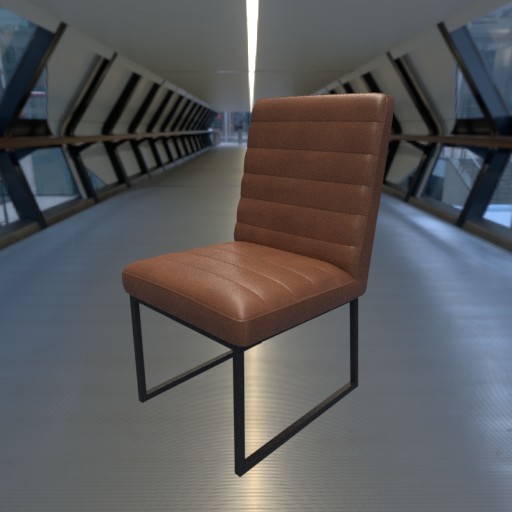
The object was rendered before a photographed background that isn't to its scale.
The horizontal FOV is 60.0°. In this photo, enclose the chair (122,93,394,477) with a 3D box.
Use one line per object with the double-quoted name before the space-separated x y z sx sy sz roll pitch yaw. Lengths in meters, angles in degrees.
"chair" 0.000 0.000 1.332 0.520 0.930 0.634 16 23 41
